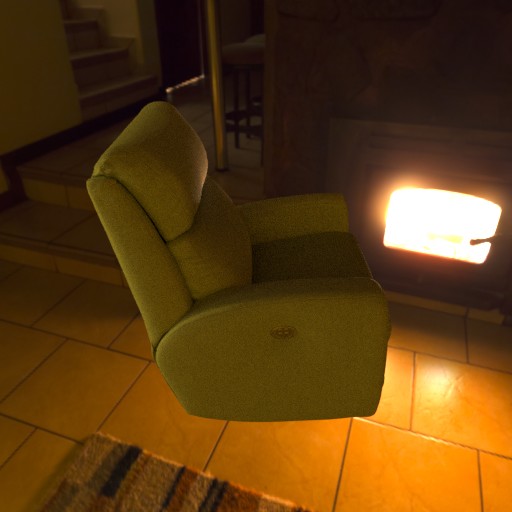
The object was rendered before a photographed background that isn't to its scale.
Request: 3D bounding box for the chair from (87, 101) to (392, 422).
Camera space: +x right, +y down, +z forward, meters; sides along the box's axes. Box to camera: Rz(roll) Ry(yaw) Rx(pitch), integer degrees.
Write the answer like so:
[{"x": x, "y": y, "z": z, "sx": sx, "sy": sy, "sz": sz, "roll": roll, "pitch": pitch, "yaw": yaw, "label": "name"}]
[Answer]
[{"x": 0.000, "y": 0.000, "z": 1.651, "sx": 0.940, "sy": 1.016, "sz": 0.794, "roll": 0, "pitch": 31, "yaw": 0, "label": "chair"}]
